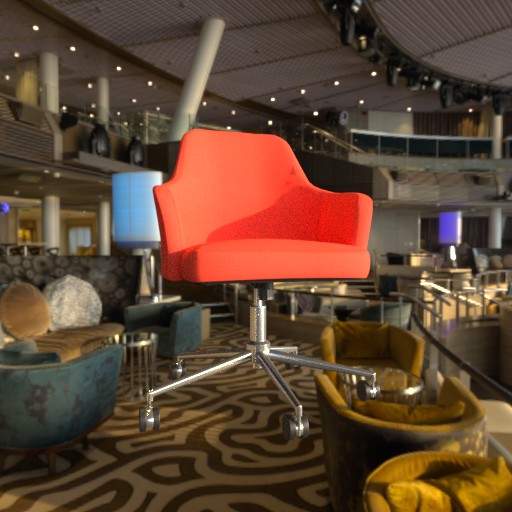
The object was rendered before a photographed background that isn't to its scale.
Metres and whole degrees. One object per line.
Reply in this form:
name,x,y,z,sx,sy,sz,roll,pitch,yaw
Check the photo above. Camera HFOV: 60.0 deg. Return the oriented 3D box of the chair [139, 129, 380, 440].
chair,0.000,0.000,1.255,0.655,0.820,0.600,0,1,-17
